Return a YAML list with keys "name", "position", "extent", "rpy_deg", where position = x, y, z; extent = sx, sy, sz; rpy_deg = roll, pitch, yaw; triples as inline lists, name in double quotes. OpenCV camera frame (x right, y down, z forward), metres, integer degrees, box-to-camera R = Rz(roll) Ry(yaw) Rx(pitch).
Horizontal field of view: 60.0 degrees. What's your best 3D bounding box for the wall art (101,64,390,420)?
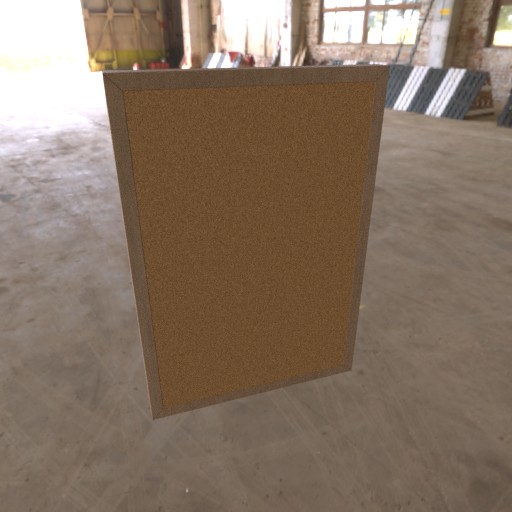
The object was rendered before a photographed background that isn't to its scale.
- name: "wall art"
  position: [0.000, 0.000, 0.650]
  extent: [0.356, 0.509, 0.031]
  rpy_deg: [-9, 28, -17]
